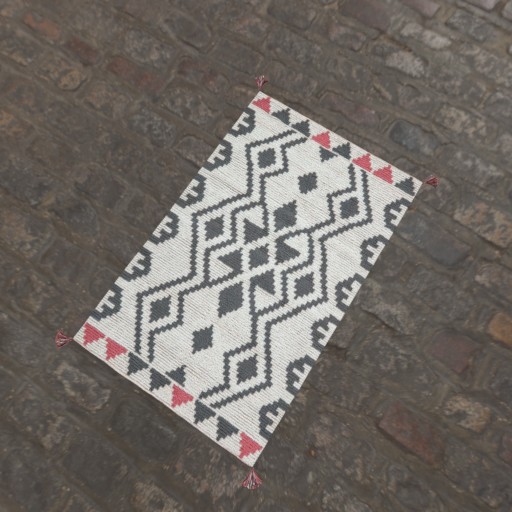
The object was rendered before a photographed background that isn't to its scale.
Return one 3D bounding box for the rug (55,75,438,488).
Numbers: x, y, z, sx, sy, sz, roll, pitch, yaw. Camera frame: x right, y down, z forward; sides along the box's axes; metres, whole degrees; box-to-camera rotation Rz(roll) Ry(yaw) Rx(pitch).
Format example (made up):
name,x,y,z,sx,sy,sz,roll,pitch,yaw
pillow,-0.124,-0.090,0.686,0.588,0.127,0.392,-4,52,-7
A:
name,x,y,z,sx,sy,sz,roll,pitch,yaw
rug,0.000,0.000,3.279,1.741,0.066,2.672,32,77,9
